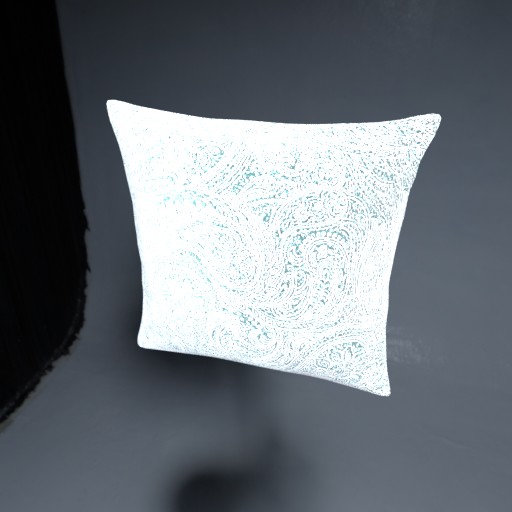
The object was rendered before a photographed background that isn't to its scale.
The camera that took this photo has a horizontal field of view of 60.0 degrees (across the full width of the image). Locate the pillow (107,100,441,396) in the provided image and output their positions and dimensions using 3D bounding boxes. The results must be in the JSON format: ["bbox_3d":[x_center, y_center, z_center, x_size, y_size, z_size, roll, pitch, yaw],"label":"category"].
[{"bbox_3d":[0.000,0.000,0.783,0.526,0.507,0.166,8,28,14],"label":"pillow"}]
